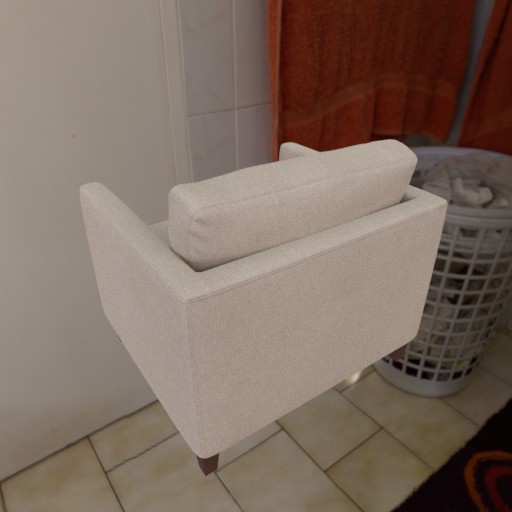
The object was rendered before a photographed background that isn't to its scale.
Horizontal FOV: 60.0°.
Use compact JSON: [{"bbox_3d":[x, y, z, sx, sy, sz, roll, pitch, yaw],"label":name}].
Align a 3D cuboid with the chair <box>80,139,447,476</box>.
[{"bbox_3d":[0.000,0.000,1.807,1.107,0.961,0.959,-19,35,-29],"label":"chair"}]
